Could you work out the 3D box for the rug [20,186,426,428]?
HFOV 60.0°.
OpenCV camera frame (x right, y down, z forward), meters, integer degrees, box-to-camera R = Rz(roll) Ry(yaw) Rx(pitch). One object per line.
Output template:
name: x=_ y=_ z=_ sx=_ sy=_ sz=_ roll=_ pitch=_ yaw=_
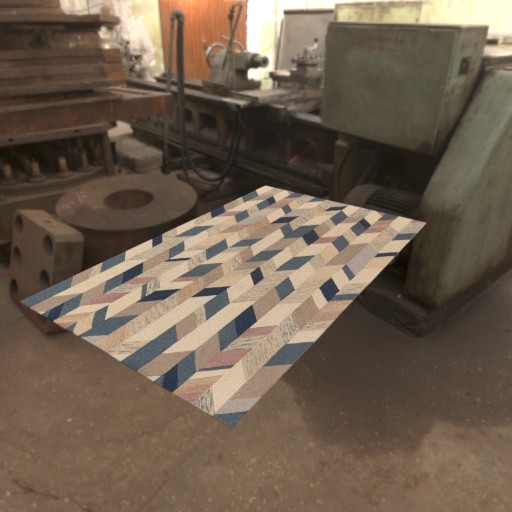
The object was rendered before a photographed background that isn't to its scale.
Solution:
rug: x=0.000 y=0.000 z=2.951 sx=1.513 sy=0.008 sz=2.423 roll=19 pitch=33 yaw=31
